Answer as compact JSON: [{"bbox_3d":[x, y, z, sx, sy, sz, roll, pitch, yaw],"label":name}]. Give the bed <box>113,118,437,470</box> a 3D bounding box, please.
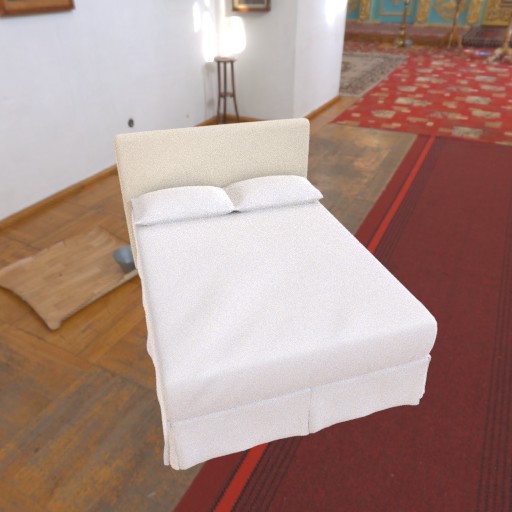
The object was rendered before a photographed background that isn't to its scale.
[{"bbox_3d":[0.000,0.000,3.191,1.714,1.330,2.147,-10,34,-15],"label":"bed"}]
